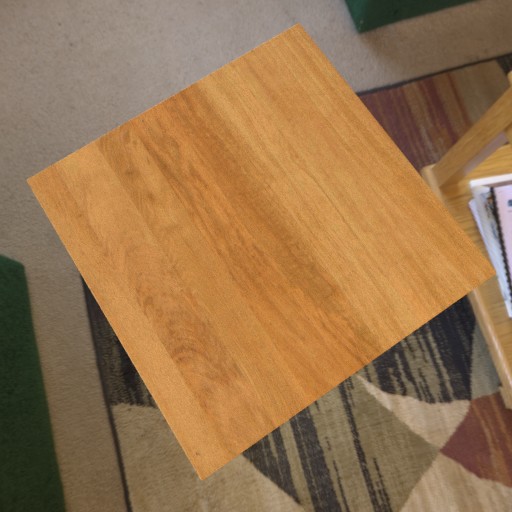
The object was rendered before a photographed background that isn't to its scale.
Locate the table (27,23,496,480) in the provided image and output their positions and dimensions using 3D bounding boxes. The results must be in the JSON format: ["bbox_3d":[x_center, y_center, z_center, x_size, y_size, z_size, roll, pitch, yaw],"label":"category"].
[{"bbox_3d":[0.000,0.000,1.023,0.599,0.500,0.599,-33,79,-7],"label":"table"}]
